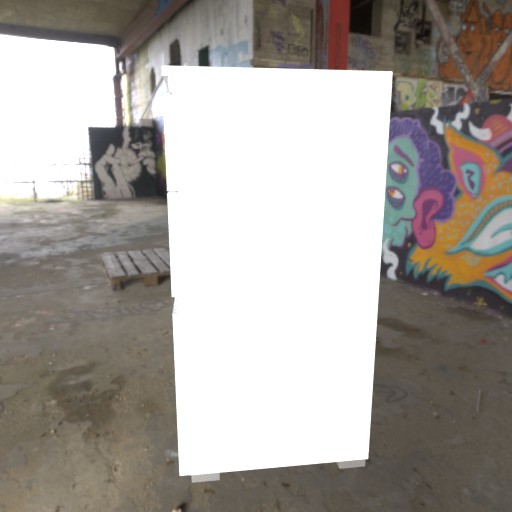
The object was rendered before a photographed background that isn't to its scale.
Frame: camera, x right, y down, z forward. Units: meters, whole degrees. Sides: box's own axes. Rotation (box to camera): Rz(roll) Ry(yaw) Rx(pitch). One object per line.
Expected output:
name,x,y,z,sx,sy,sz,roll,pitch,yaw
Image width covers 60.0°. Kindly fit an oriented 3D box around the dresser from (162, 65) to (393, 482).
dresser,0.000,0.000,1.157,0.400,0.800,0.650,-2,13,-7
